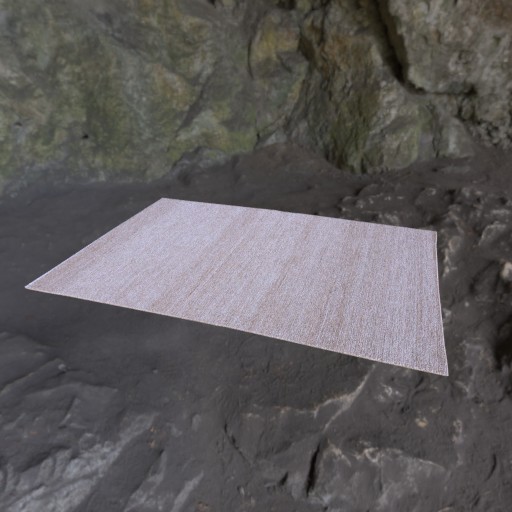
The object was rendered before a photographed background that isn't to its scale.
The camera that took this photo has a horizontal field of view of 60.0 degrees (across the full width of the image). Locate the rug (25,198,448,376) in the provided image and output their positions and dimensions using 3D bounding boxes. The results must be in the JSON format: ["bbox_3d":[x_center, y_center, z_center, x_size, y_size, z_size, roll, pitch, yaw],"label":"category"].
[{"bbox_3d":[0.000,0.000,2.898,2.283,0.030,1.596,9,28,17],"label":"rug"}]
